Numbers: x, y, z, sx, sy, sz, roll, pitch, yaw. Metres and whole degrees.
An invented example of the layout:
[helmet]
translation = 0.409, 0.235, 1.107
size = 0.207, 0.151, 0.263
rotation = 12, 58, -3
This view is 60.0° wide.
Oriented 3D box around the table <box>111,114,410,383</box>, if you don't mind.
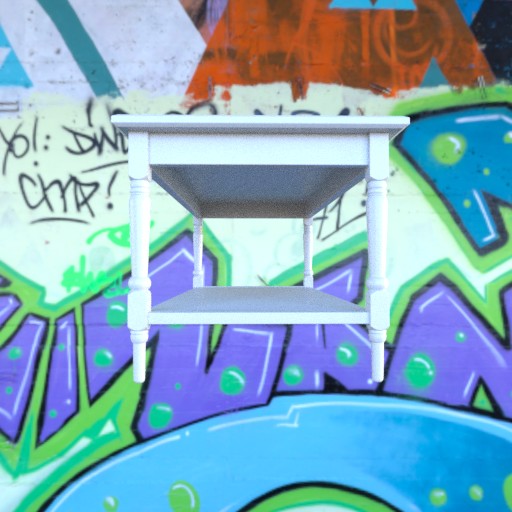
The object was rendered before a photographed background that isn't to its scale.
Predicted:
[table]
translation = 0.000, 0.000, 1.366
size = 0.551, 0.506, 1.109
rotation = 0, -1, -1
